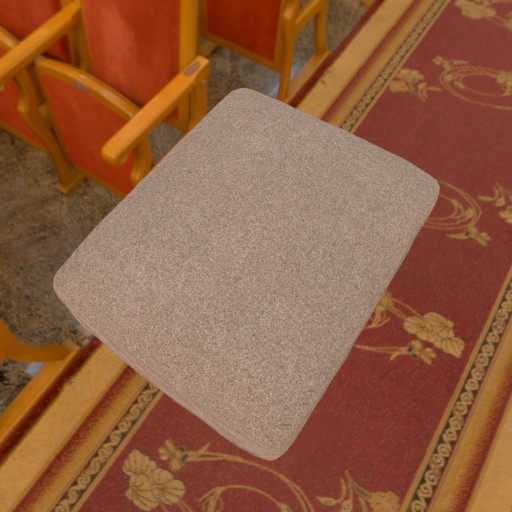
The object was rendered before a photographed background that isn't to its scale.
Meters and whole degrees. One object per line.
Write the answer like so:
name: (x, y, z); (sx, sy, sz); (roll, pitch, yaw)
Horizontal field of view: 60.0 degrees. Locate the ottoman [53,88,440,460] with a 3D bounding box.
ottoman: (0.000, 0.000, 1.224); (0.683, 0.481, 0.837); (31, 67, 15)
